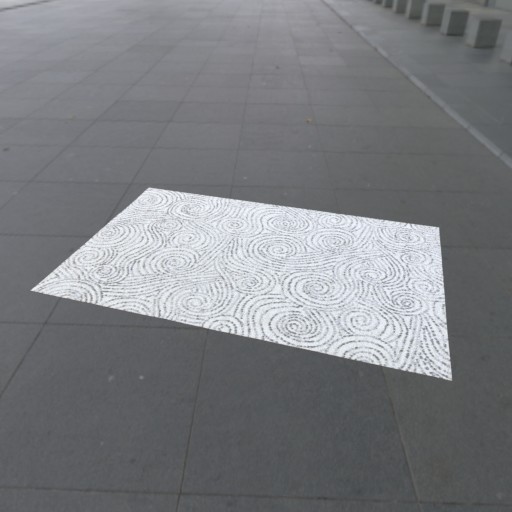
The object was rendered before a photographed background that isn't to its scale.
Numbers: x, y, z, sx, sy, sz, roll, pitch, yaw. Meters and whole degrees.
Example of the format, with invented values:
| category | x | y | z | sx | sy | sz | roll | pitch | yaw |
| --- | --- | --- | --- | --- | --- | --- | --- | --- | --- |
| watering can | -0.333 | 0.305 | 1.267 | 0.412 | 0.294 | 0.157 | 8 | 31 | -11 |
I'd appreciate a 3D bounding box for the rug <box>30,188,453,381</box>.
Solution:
| category | x | y | z | sx | sy | sz | roll | pitch | yaw |
| --- | --- | --- | --- | --- | --- | --- | --- | --- | --- |
| rug | 0.000 | 0.000 | 3.033 | 2.439 | 0.005 | 1.524 | 10 | 35 | 14 |
